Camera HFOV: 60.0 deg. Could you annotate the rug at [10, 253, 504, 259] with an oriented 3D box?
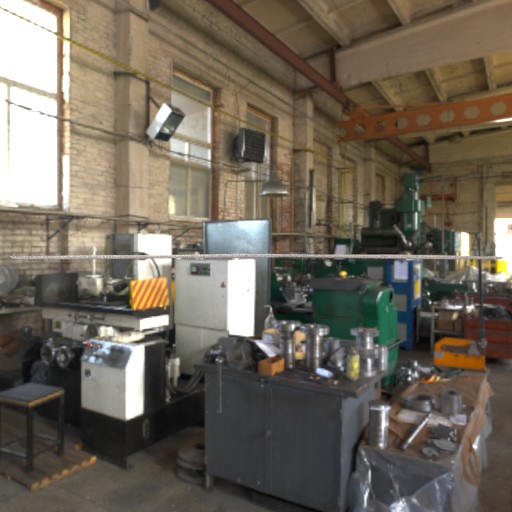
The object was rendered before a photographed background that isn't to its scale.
[{"bbox_3d":[0.000,0.000,2.864,2.307,0.030,1.604,0,0,-1],"label":"rug"}]
